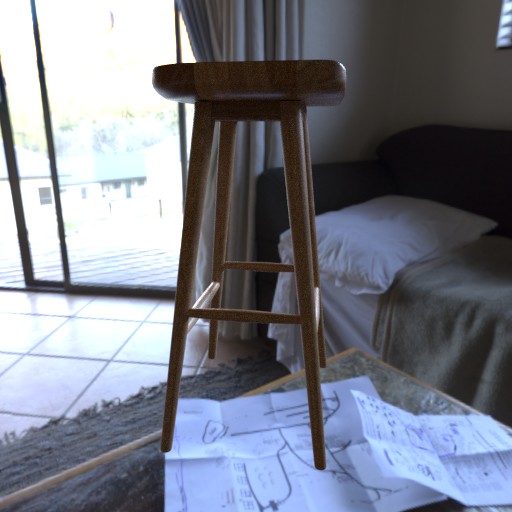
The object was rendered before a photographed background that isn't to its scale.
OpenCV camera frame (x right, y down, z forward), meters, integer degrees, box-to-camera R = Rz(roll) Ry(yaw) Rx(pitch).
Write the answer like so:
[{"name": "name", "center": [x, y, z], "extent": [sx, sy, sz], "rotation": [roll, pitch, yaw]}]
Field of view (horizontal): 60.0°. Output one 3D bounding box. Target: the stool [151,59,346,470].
[{"name": "stool", "center": [0.000, 0.000, 0.923], "extent": [0.322, 0.698, 0.407], "rotation": [3, 17, 8]}]
